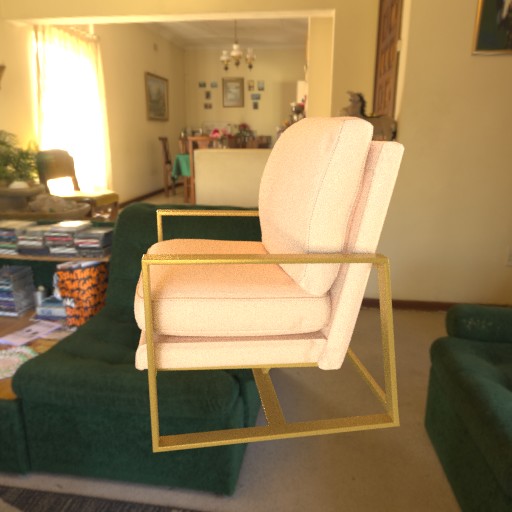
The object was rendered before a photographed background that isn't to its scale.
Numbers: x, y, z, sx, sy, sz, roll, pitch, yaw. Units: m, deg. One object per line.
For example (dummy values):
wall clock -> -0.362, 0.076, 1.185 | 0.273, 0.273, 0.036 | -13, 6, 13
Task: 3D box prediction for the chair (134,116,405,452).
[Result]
chair -> 0.000, 0.000, 1.585 | 0.813, 0.956, 0.758 | -2, 16, -8
